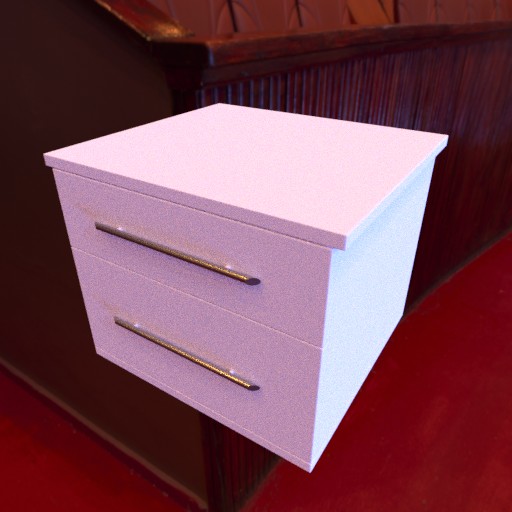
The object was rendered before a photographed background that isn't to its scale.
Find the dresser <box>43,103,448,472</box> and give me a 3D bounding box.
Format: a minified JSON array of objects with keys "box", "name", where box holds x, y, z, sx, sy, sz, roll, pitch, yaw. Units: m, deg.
[{"box":[0.000,0.000,0.711,0.430,0.360,0.400,18,35,28],"name":"dresser"}]
